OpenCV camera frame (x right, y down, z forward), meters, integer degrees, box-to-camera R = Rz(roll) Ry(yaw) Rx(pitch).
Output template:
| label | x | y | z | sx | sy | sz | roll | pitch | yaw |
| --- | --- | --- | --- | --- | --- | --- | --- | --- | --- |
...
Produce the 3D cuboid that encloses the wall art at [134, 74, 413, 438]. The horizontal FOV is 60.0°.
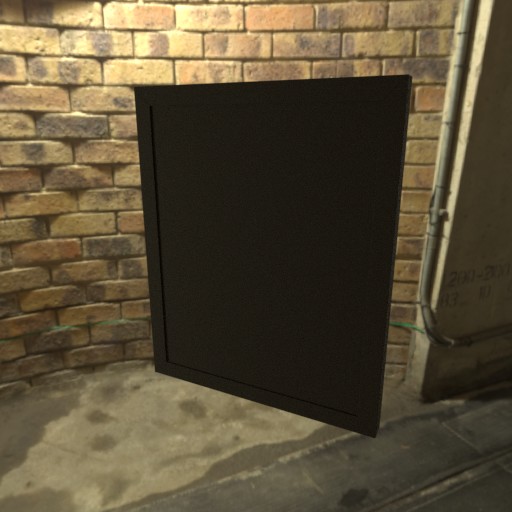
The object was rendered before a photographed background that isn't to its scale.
| label | x | y | z | sx | sy | sz | roll | pitch | yaw |
| --- | --- | --- | --- | --- | --- | --- | --- | --- | --- |
| wall art | 0.000 | 0.000 | 0.763 | 0.457 | 0.559 | 0.033 | 8 | 19 | 25 |
